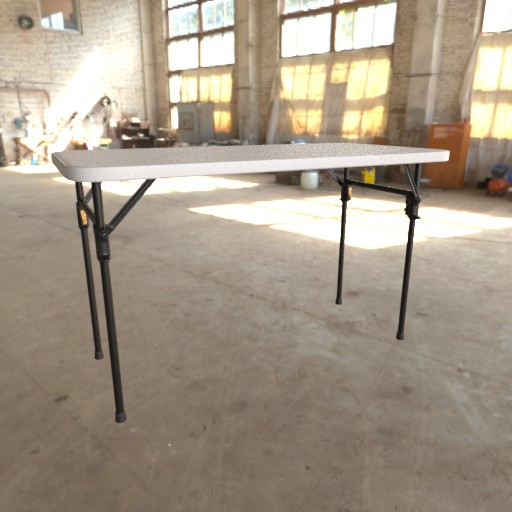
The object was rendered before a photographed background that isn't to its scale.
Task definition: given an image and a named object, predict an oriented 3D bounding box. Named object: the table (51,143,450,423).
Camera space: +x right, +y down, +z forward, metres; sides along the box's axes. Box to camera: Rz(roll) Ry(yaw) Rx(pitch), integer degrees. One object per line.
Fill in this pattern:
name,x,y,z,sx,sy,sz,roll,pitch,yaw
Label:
table,0.000,0.000,1.575,1.219,0.729,0.610,-9,19,-26
